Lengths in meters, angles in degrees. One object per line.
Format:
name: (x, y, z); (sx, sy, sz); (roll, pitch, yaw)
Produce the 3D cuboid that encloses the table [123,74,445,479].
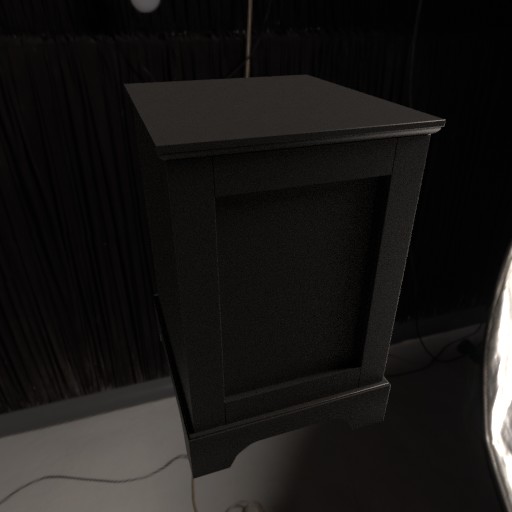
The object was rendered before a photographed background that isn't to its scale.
table: (0.000, 0.000, 0.896); (0.399, 0.610, 0.460); (-10, 31, -16)
